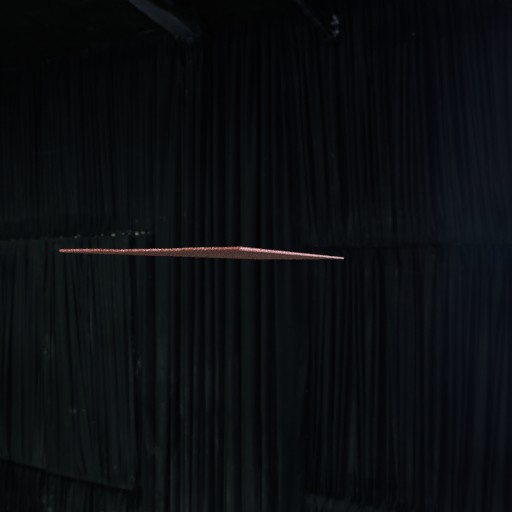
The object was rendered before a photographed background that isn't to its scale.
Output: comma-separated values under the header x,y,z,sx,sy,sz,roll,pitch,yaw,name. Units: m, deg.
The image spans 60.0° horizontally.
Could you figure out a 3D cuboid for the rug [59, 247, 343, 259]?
x,y,z,sx,sy,sz,roll,pitch,yaw,name
0.000,0.000,2.534,0.687,0.012,2.307,0,-1,19,rug
